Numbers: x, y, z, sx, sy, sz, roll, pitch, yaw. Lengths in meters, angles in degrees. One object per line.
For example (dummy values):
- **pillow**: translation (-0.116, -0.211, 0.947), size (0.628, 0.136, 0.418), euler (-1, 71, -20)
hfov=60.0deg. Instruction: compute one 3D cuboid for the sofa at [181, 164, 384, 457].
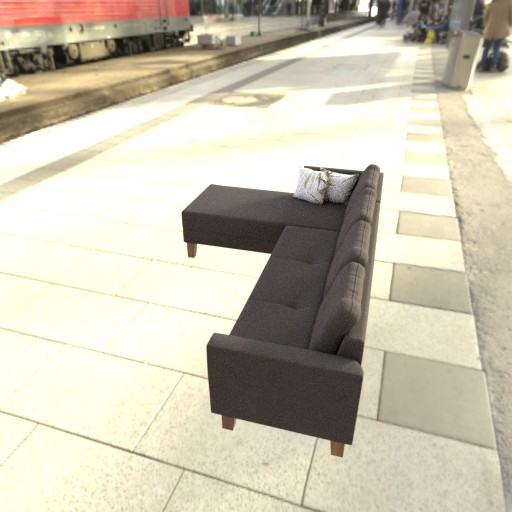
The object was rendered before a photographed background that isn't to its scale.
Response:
- **sofa**: translation (0.000, 0.000, 3.537), size (1.829, 0.932, 2.679), euler (8, 31, 14)
